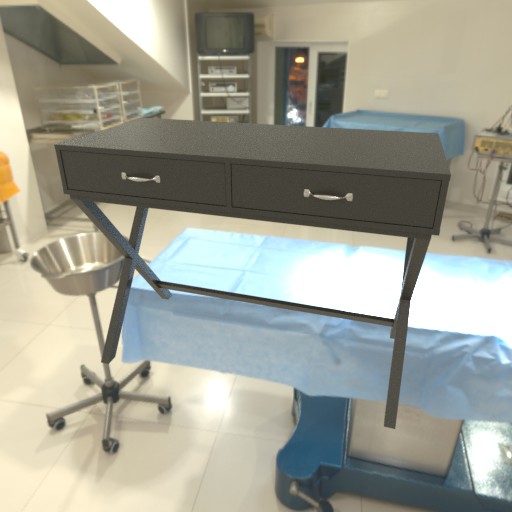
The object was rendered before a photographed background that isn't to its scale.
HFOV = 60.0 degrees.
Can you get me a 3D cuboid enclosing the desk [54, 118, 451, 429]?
[{"bbox_3d":[0.000,0.000,1.502,1.057,0.780,0.525,8,27,16],"label":"desk"}]
